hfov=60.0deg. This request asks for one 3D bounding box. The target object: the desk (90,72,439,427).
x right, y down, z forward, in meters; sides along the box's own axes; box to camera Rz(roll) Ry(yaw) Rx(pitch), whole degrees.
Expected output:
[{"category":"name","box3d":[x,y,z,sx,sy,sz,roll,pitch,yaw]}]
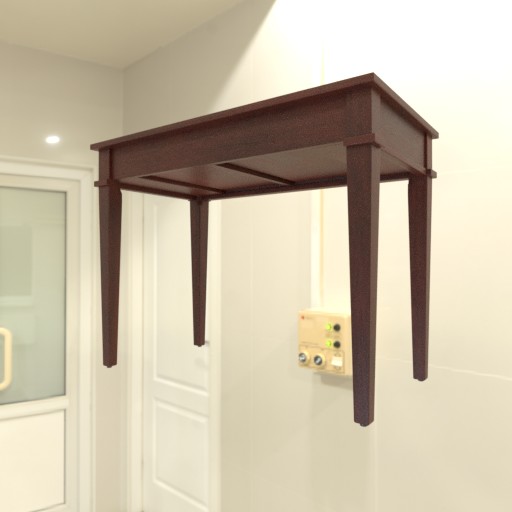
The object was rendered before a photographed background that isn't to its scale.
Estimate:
[{"category":"desk","box3d":[0.000,0.000,1.438,1.001,0.762,0.549,0,-1,36]}]
